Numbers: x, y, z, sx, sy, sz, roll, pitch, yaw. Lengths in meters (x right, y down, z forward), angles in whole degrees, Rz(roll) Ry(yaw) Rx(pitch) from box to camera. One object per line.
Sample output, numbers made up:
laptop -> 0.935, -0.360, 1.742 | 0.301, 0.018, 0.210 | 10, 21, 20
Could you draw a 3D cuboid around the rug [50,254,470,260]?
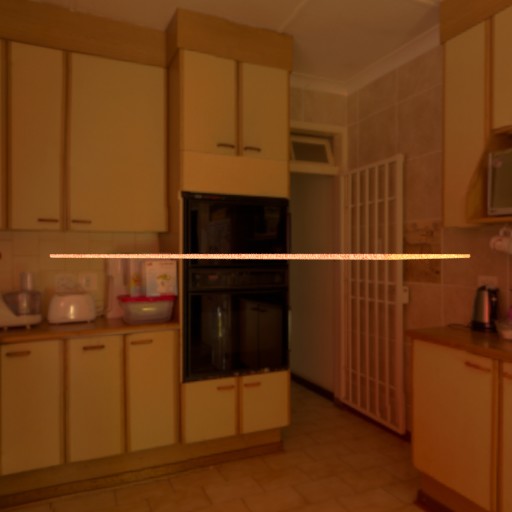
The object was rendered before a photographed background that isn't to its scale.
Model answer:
rug -> 0.000, 0.000, 3.391 | 2.700, 0.024, 1.801 | 0, 0, 36
